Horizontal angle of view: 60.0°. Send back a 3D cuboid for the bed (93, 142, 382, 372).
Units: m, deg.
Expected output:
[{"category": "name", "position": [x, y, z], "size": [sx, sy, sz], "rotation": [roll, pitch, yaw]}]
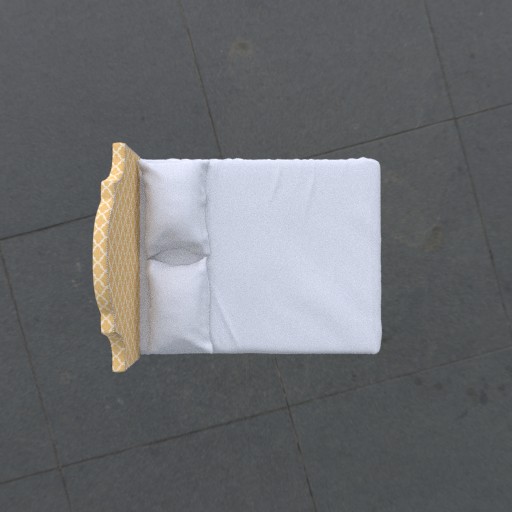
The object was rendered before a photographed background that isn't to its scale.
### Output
[{"category": "bed", "position": [0.000, 0.000, 3.465], "size": [2.222, 1.633, 1.780], "rotation": [0, 90, 0]}]
